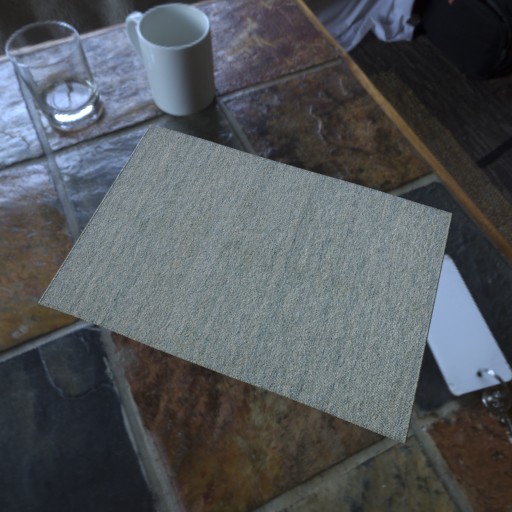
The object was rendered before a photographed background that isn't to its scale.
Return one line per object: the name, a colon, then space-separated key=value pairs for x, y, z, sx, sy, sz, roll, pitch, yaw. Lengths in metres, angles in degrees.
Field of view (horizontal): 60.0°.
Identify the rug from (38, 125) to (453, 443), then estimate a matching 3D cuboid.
rug: x=0.000 y=0.000 z=2.869 sx=2.283 sy=0.013 sz=1.547 roll=18 pitch=65 yaw=9
